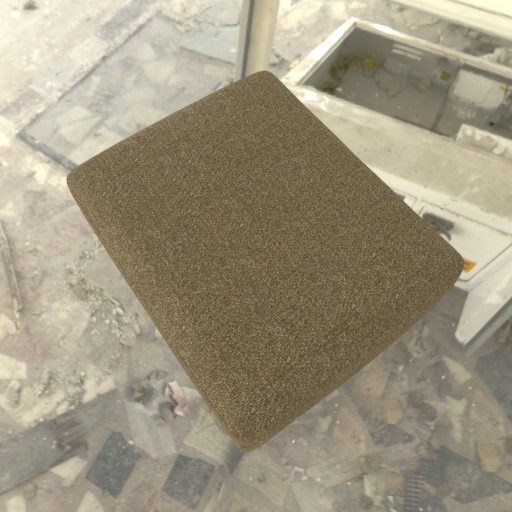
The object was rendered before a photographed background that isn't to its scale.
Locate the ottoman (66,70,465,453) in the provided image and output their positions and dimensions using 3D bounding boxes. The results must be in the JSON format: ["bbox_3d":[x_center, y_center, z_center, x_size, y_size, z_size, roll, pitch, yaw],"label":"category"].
[{"bbox_3d":[0.000,0.000,1.123,0.598,0.476,0.742,-33,69,-15],"label":"ottoman"}]
